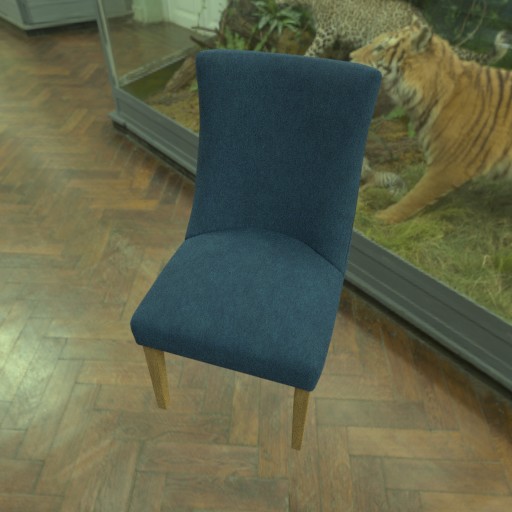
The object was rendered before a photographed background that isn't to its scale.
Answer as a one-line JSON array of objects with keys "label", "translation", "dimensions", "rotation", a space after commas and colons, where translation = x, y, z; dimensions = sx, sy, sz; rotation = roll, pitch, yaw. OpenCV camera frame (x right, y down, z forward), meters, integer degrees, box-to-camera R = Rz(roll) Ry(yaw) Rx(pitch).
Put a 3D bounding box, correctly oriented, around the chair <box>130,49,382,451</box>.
[{"label": "chair", "translation": [0.000, 0.000, 1.227], "dimensions": [0.495, 0.902, 0.609], "rotation": [12, 44, 13]}]
